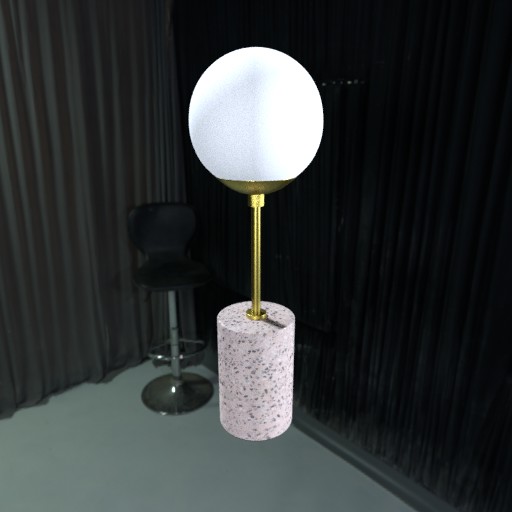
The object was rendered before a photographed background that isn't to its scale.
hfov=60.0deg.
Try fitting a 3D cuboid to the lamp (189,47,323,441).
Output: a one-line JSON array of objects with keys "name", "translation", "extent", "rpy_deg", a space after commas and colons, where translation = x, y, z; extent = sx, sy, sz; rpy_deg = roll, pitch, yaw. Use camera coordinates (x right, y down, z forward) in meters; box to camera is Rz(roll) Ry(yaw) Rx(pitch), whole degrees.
[{"name": "lamp", "translation": [0.000, 0.000, 0.560], "extent": [0.153, 0.480, 0.153], "rpy_deg": [0, 17, 0]}]
